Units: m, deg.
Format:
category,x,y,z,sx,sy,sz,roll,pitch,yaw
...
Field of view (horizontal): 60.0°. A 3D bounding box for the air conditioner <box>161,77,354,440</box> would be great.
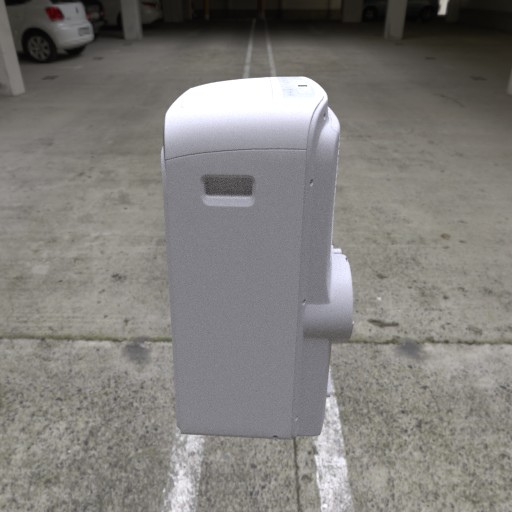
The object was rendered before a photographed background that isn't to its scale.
category,x,y,z,sx,sy,sz,roll,pitch,yaw
air conditioner,0.000,0.000,0.968,0.365,0.700,0.454,0,28,0
